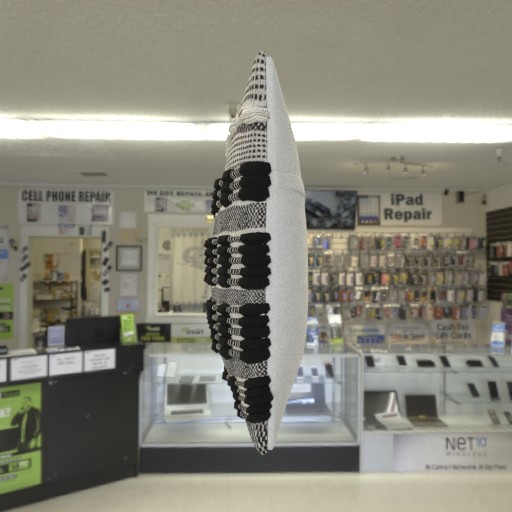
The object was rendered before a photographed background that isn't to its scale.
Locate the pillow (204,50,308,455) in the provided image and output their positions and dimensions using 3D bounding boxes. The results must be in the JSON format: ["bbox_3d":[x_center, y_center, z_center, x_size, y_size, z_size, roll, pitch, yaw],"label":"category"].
[{"bbox_3d":[0.000,0.000,0.687,0.156,0.438,0.436,0,-1,0],"label":"pillow"}]
